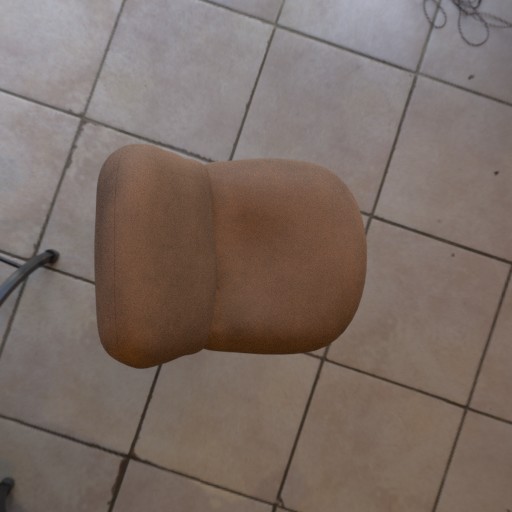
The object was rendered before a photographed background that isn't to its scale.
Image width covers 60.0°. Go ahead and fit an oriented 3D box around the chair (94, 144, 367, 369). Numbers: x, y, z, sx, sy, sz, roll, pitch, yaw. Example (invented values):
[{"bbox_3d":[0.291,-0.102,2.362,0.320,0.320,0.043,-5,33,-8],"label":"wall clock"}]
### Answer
[{"bbox_3d":[0.000,0.000,1.046,0.597,0.594,0.521,0,90,-1],"label":"chair"}]
